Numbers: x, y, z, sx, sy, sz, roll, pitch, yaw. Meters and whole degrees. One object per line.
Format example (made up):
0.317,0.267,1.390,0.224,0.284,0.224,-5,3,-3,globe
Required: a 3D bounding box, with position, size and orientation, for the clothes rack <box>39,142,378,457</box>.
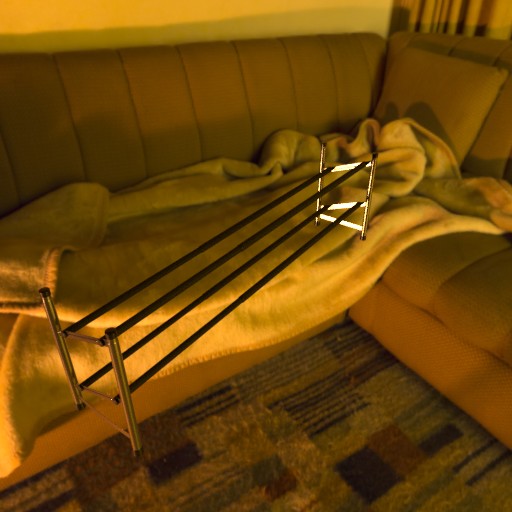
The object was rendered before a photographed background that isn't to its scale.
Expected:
0.000,0.000,1.311,0.229,0.349,1.168,21,38,30,clothes rack
